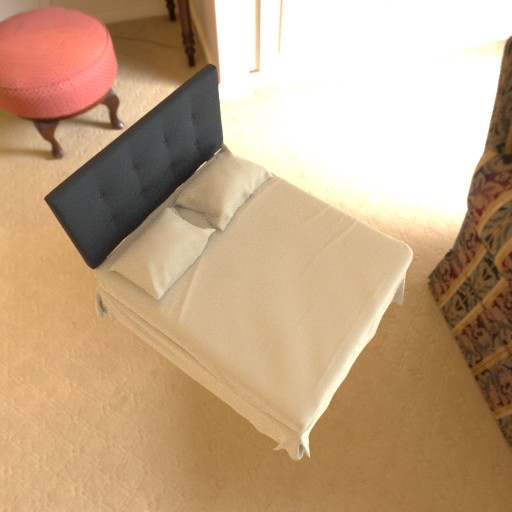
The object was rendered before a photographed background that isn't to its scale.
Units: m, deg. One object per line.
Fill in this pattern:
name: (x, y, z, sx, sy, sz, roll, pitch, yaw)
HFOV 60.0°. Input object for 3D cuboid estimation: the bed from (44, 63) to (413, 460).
bed: (0.000, 0.000, 3.404, 2.222, 1.577, 1.936, 32, 64, 18)
